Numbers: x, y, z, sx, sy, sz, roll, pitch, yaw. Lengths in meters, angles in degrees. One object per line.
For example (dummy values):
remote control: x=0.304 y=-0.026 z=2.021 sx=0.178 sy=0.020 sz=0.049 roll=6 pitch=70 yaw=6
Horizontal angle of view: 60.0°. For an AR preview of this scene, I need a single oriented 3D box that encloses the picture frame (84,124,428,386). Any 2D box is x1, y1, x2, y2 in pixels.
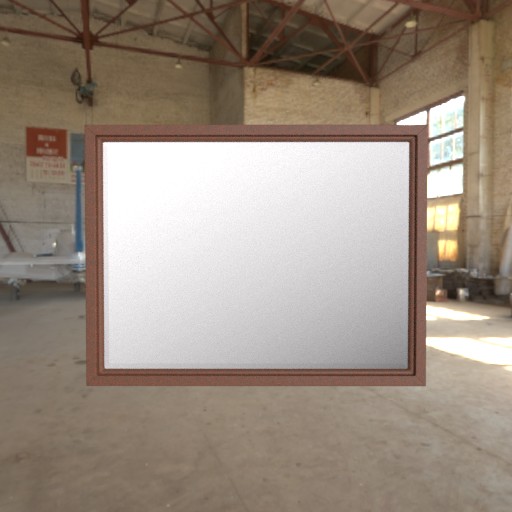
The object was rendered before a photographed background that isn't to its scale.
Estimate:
picture frame: x=0.000 y=0.000 z=1.746 sx=1.329 sy=1.018 sz=0.045 roll=0 pitch=1 yaw=0
